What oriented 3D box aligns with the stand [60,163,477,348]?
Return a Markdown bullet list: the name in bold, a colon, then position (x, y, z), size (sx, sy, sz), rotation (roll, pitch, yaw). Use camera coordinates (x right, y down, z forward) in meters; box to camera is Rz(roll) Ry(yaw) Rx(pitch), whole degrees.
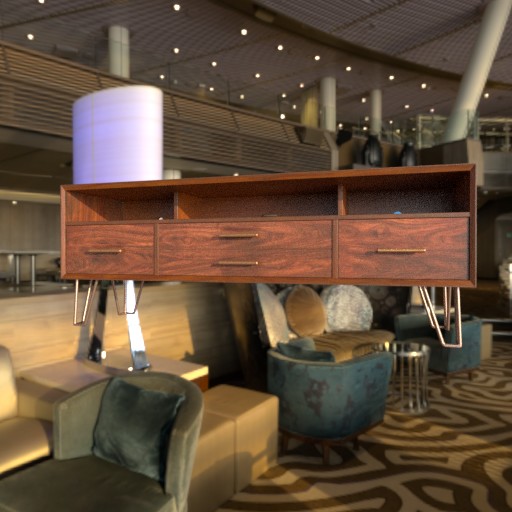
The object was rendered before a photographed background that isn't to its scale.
- **stand**: position (0.000, 0.000, 1.883), size (1.626, 0.610, 0.481), rotation (0, 0, 17)
